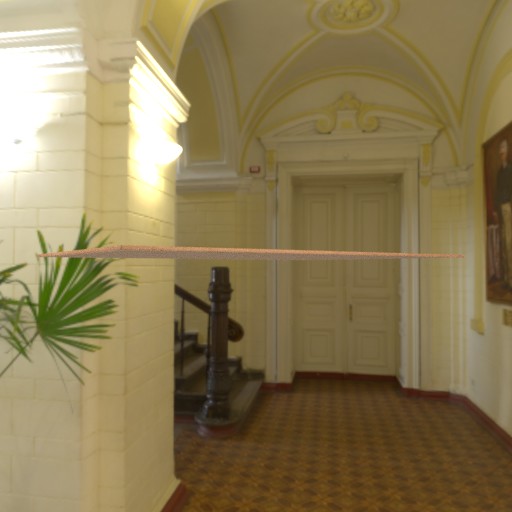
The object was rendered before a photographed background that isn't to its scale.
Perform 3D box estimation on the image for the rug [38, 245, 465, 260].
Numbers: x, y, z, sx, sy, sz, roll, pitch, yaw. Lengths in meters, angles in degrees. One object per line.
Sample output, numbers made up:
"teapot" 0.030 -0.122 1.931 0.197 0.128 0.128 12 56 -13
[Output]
"rug" 0.000 0.000 2.275 1.829 0.014 1.219 1 -2 -36
